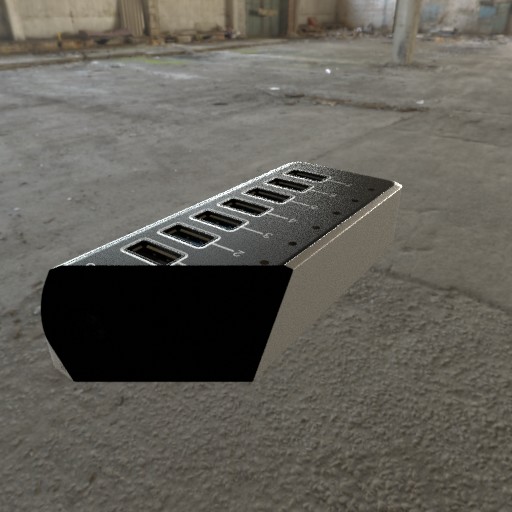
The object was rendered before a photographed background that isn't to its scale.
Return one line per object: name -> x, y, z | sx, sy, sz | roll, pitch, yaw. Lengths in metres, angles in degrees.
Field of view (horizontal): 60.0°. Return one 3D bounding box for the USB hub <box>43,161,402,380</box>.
USB hub -> 0.000, 0.000, 0.127 | 0.044, 0.023, 0.110 | 20, 35, 32
